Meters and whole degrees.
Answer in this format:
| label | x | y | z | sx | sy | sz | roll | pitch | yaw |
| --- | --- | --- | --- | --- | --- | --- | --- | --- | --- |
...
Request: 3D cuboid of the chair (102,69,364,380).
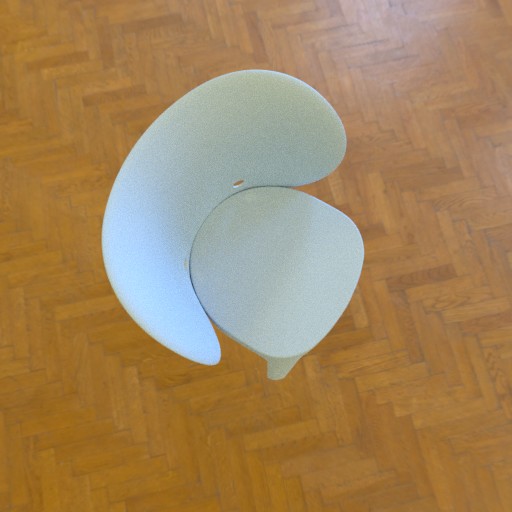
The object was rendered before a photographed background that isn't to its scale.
| label | x | y | z | sx | sy | sz | roll | pitch | yaw |
| --- | --- | --- | --- | --- | --- | --- | --- | --- | --- |
| chair | 0.000 | 0.000 | 0.881 | 0.402 | 0.554 | 0.451 | 30 | 78 | 7 |
